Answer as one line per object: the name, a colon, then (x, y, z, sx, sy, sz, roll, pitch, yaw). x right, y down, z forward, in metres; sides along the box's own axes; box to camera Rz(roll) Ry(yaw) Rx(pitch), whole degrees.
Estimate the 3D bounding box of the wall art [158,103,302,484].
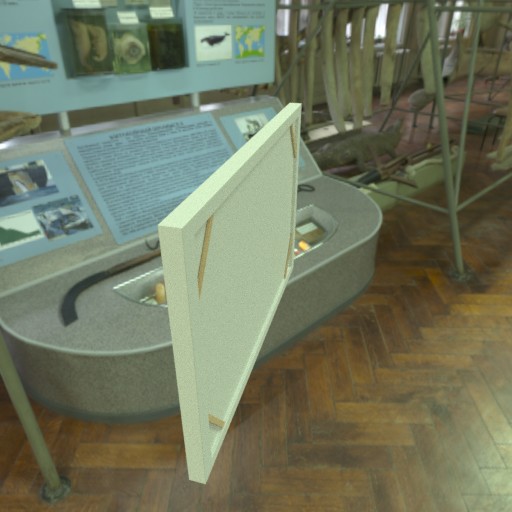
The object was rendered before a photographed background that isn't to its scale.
wall art: (0.000, 0.000, 1.176, 0.038, 0.609, 0.914, 8, 31, 14)
